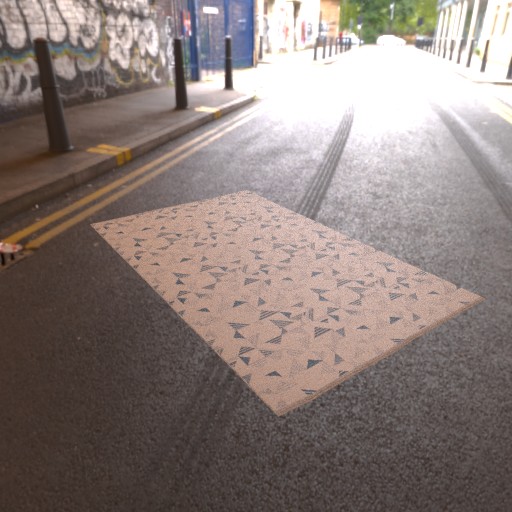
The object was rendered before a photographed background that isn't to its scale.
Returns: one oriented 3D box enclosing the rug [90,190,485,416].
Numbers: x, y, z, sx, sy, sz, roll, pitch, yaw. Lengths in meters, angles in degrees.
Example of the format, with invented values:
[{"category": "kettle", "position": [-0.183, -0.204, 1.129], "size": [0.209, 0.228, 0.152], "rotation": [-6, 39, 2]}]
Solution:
[{"category": "rug", "position": [0.000, 0.000, 3.048], "size": [1.512, 0.009, 2.457], "rotation": [-18, 32, -31]}]
